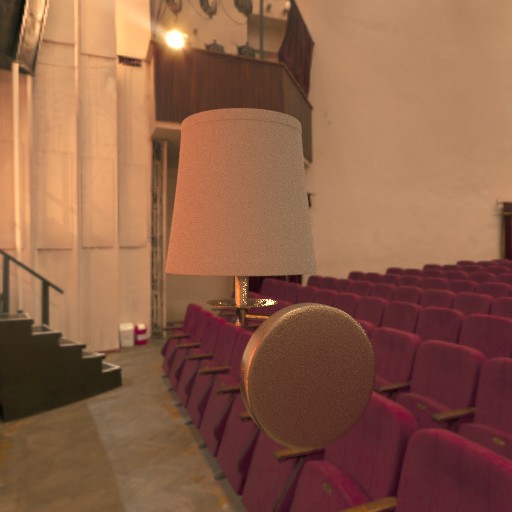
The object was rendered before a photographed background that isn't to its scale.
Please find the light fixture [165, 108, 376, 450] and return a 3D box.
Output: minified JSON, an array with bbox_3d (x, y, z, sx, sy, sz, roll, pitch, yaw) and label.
[{"bbox_3d":[0.000,0.000,0.602,0.223,0.381,0.348,0,1,-20],"label":"light fixture"}]
